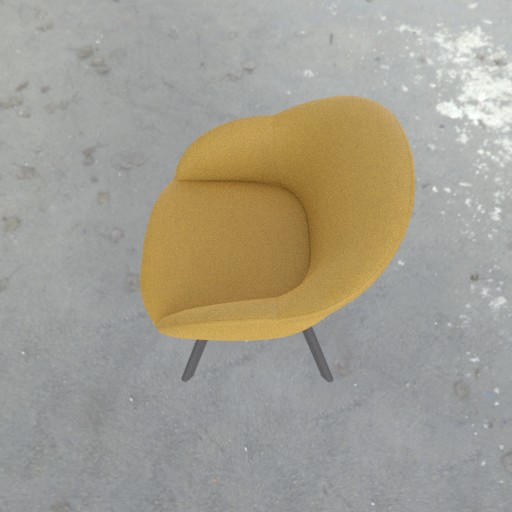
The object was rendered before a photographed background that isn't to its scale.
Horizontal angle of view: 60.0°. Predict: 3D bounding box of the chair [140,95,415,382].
[{"bbox_3d":[0.000,0.000,1.167,0.583,0.793,0.551,0,61,0],"label":"chair"}]
